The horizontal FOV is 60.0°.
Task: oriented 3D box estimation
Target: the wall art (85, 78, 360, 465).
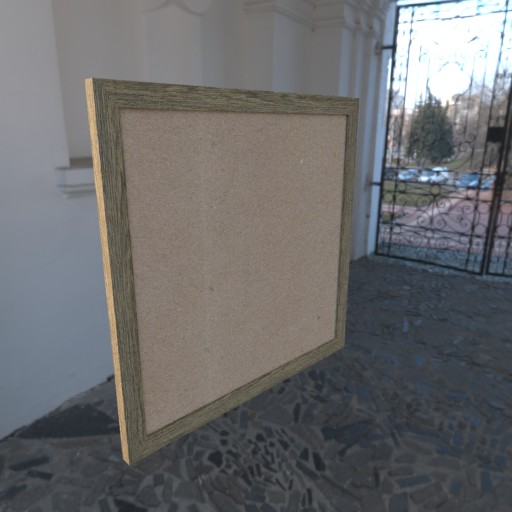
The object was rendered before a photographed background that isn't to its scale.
[{"bbox_3d":[0.000,0.000,0.726,0.508,0.508,0.019,-15,22,-41],"label":"wall art"}]
